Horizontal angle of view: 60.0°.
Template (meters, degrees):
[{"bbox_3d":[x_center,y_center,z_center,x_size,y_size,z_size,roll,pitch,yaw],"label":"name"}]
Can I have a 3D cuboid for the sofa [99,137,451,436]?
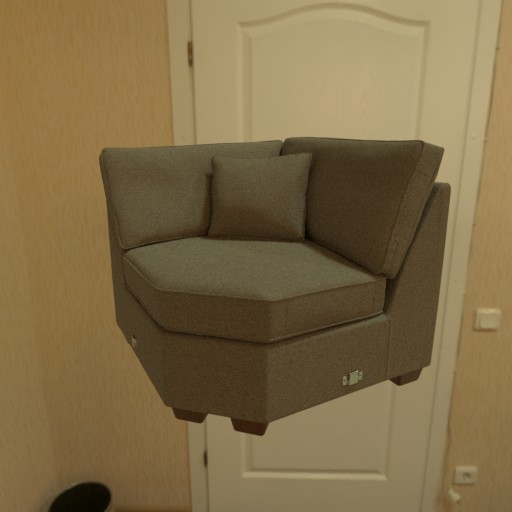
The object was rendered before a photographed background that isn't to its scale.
[{"bbox_3d":[0.000,0.000,1.840,1.050,0.951,1.042,-8,17,-27],"label":"sofa"}]
